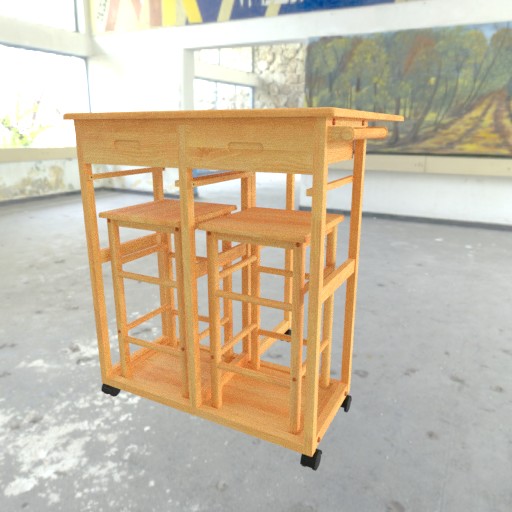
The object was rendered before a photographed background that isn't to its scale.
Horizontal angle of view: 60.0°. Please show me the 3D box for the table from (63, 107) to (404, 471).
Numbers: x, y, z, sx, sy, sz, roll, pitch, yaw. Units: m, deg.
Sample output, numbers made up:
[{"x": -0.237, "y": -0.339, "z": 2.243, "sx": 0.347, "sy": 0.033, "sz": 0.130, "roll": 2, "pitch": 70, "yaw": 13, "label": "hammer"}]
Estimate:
[{"x": 0.000, "y": 0.000, "z": 1.367, "sx": 0.752, "sy": 0.832, "sz": 0.693, "roll": 8, "pitch": 18, "yaw": 27, "label": "table"}]
